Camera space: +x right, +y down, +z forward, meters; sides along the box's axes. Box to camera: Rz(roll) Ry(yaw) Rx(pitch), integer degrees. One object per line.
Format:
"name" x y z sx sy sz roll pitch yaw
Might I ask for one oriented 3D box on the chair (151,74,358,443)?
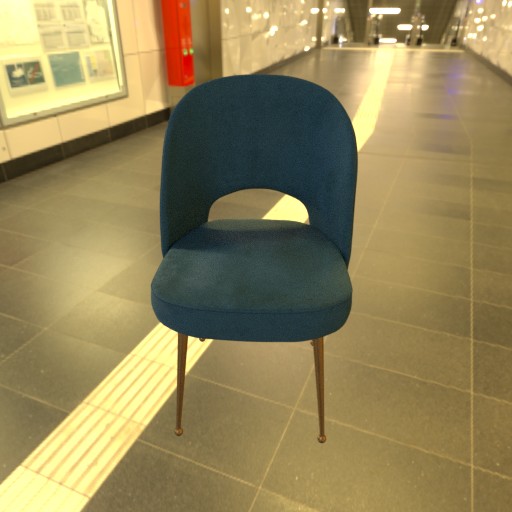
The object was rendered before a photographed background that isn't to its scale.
"chair" 0.000 0.000 1.216 0.527 0.860 0.577 2 29 3
